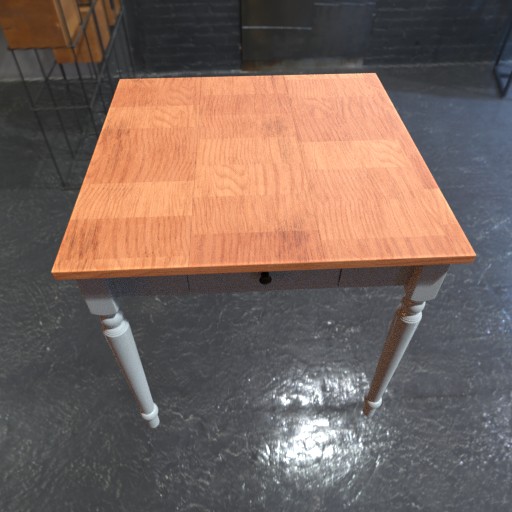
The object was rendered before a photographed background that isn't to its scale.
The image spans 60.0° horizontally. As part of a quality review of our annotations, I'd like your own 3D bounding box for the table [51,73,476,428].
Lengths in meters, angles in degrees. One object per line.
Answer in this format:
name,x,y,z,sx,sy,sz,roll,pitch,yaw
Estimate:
table,0.000,0.000,1.299,0.747,0.738,0.747,-2,46,-2
